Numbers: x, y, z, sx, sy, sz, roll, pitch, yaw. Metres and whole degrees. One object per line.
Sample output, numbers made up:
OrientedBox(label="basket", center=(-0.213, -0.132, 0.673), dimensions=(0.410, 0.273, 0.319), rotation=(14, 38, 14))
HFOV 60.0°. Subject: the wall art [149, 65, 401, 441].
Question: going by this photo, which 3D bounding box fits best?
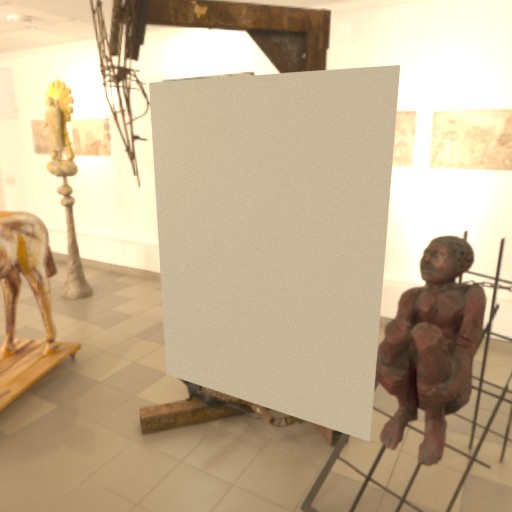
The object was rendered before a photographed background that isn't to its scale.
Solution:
OrientedBox(label="wall art", center=(0.000, 0.000, 0.801), dimensions=(0.457, 0.609, 0.003), rotation=(9, 18, 28))
